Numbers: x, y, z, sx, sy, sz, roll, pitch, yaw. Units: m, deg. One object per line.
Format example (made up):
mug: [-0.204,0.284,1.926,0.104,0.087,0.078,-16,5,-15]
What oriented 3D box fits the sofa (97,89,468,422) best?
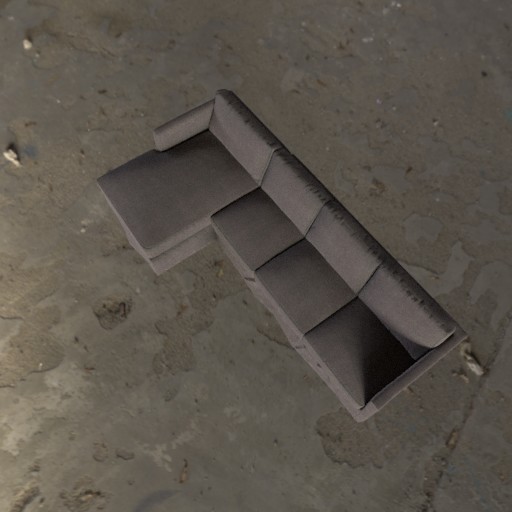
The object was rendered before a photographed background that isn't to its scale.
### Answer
sofa: [0.000,0.000,3.935,1.650,0.922,3.205,-33,67,-16]
